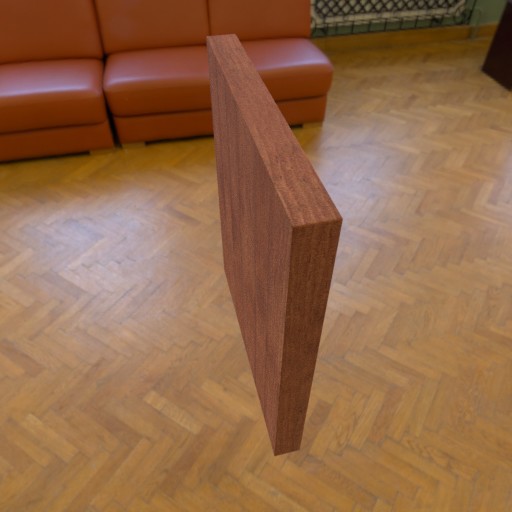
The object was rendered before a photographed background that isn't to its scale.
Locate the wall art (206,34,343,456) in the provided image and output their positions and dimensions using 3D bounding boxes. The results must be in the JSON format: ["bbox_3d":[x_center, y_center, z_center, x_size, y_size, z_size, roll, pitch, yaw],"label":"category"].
[{"bbox_3d":[0.000,0.000,0.613,0.039,0.449,0.377,-10,47,-10],"label":"wall art"}]
